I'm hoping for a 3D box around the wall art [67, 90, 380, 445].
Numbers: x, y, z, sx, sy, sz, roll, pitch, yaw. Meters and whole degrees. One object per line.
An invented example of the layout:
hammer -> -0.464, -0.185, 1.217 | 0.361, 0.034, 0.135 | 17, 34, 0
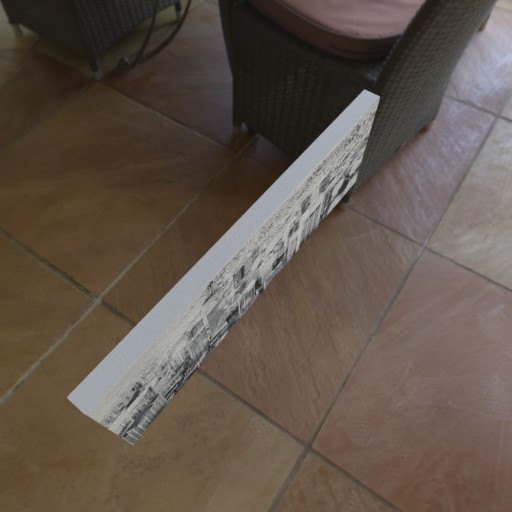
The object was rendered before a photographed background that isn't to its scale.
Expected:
wall art -> 0.000, 0.000, 0.837 | 0.038, 0.255, 0.763 | 33, 64, 18
